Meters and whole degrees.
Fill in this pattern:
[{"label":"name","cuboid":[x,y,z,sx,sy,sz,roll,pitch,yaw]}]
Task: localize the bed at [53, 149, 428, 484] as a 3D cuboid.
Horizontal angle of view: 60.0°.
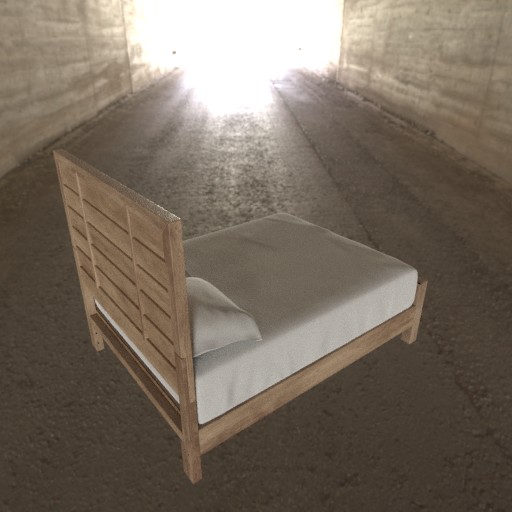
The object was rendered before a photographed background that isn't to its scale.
[{"label":"bed","cuboid":[0.000,0.000,3.366,2.197,1.626,1.626,-19,32,-33]}]
